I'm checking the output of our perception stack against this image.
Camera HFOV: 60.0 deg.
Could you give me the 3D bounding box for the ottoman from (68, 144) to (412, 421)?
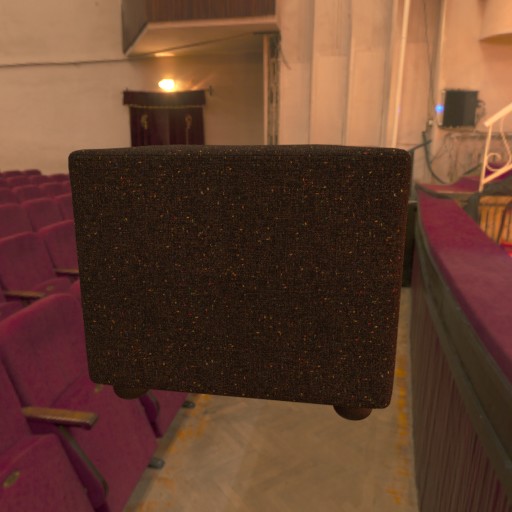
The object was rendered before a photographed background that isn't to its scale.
[{"bbox_3d":[0.000,0.000,0.892,0.508,0.432,0.508,2,13,9],"label":"ottoman"}]
